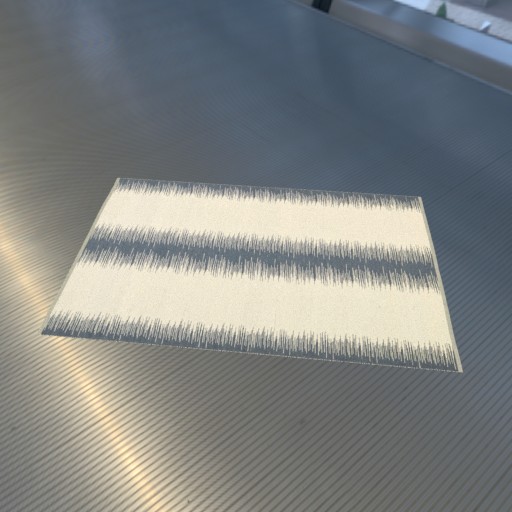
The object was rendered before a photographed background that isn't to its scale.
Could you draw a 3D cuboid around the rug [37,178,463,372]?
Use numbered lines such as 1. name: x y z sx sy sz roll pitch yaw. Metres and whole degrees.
1. rug: 0.000 0.000 3.039 2.453 0.003 1.519 4 47 4
